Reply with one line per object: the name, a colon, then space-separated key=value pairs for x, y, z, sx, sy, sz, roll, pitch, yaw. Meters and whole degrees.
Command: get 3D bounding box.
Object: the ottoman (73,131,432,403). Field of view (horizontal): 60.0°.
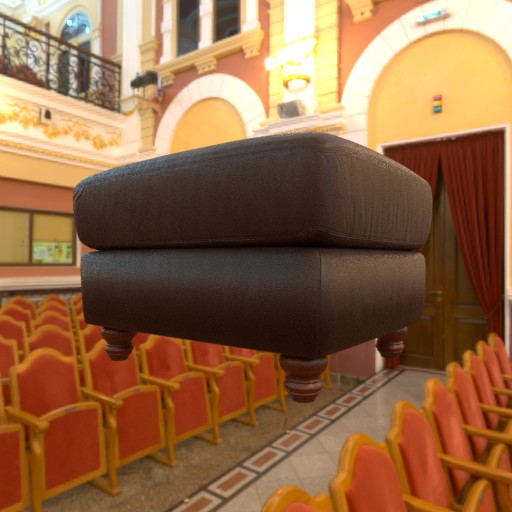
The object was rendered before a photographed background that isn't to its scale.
ottoman: x=0.000 y=0.000 z=1.239 sx=0.806 sy=0.569 sz=0.670 roll=0 pitch=0 yaw=37
